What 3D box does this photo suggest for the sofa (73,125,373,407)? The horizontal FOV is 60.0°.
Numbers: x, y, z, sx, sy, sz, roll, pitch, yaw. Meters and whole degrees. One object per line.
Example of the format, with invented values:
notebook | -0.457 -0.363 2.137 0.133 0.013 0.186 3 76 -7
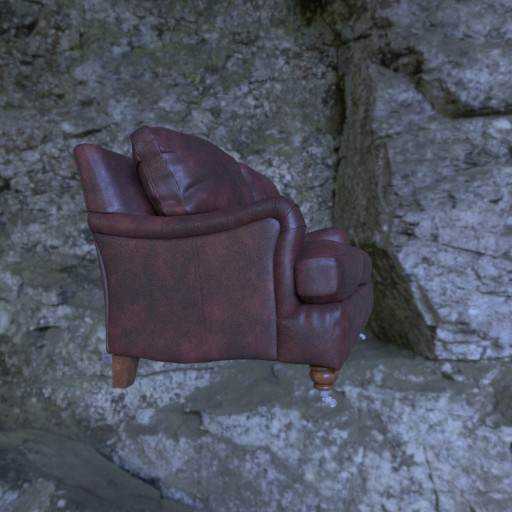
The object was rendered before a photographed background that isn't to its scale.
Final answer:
sofa | 0.000 0.000 2.377 1.148 1.070 1.628 0 -1 18
